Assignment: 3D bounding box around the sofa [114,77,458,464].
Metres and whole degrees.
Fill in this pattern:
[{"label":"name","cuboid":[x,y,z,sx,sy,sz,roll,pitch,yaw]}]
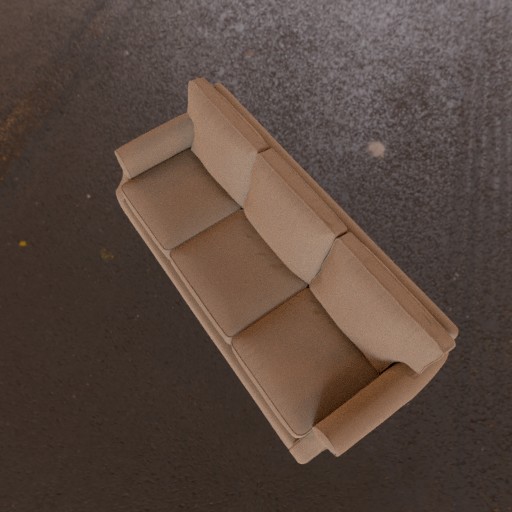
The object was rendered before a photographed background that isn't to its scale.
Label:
[{"label":"sofa","cuboid":[0.000,0.000,2.760,0.966,0.948,2.354,-32,67,-16]}]
